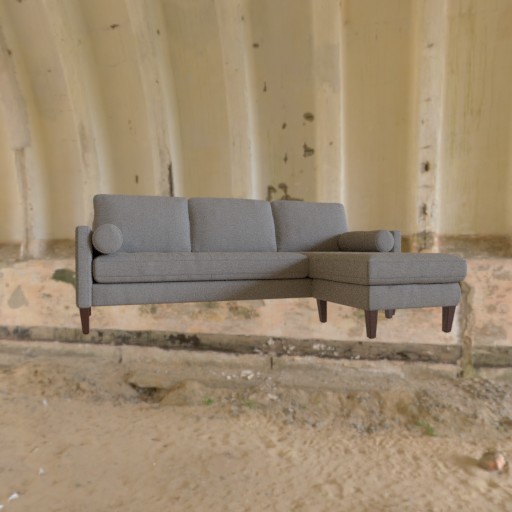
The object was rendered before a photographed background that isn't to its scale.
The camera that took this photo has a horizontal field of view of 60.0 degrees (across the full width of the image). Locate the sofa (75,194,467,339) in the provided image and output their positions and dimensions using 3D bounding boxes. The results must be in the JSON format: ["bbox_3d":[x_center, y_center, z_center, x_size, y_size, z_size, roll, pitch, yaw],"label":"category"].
[{"bbox_3d":[0.000,0.000,2.879,2.178,0.875,1.506,0,1,-20],"label":"sofa"}]
